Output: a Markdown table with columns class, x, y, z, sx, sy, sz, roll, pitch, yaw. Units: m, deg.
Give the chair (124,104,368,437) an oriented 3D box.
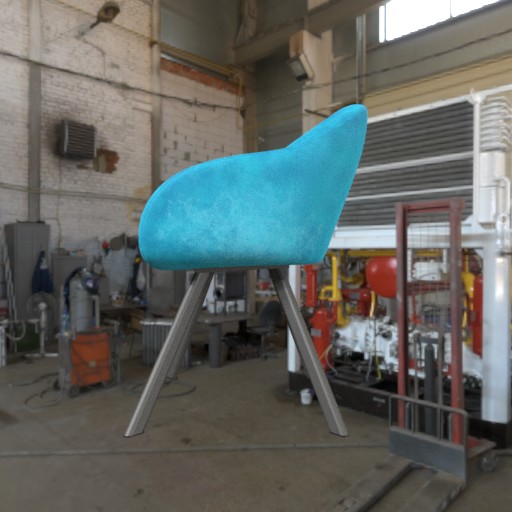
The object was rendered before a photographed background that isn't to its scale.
| class | x | y | z | sx | sy | sz | roll | pitch | yaw |
| --- | --- | --- | --- | --- | --- | --- | --- | --- | --- |
| chair | 0.000 | 0.000 | 1.218 | 0.590 | 0.795 | 0.550 | 0 | 0 | 0 |
